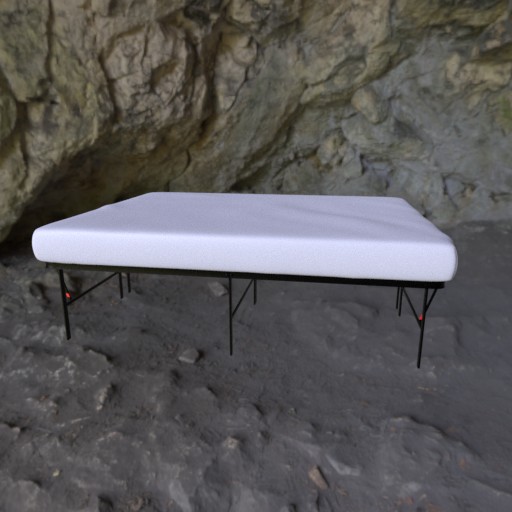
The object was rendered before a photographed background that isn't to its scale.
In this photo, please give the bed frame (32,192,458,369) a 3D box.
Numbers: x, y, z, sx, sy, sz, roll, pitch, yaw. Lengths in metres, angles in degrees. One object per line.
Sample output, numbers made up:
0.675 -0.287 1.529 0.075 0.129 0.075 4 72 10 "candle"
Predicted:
0.000 0.000 2.910 2.151 0.667 1.584 3 15 9 "bed frame"
